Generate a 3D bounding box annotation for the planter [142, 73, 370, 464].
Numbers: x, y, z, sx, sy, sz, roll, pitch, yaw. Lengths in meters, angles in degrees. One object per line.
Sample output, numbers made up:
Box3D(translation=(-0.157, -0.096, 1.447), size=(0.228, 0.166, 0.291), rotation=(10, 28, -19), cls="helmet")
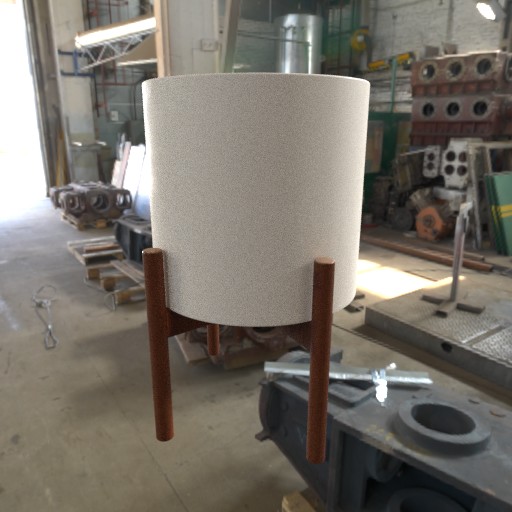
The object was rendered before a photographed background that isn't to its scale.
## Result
Box3D(translation=(0.000, 0.000, 0.929), size=(0.417, 0.670, 0.417), rotation=(3, 17, 10), cls="planter")
